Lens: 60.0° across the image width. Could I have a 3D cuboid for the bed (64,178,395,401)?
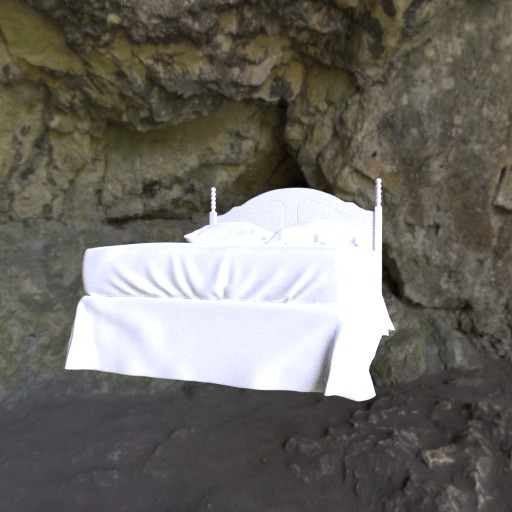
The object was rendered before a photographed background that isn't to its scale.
[{"bbox_3d":[0.000,0.000,3.242,1.873,1.356,2.040,0,0,20],"label":"bed"}]
